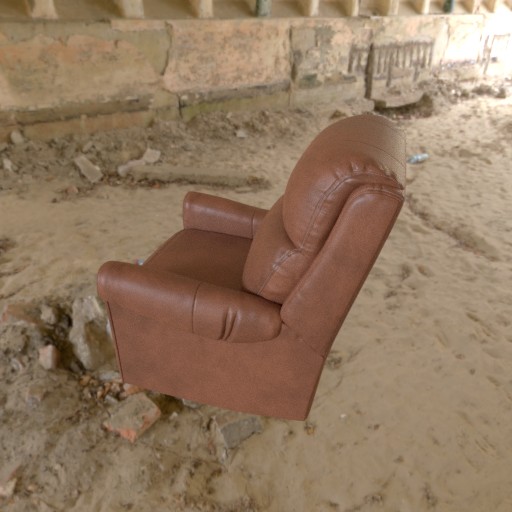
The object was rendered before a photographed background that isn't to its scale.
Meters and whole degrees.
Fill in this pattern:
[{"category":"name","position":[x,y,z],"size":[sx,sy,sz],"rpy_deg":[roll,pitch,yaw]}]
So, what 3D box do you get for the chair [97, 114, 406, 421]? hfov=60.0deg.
[{"category":"chair","position":[0.000,0.000,1.774],"size":[1.014,1.054,0.838],"rpy_deg":[8,30,14]}]
